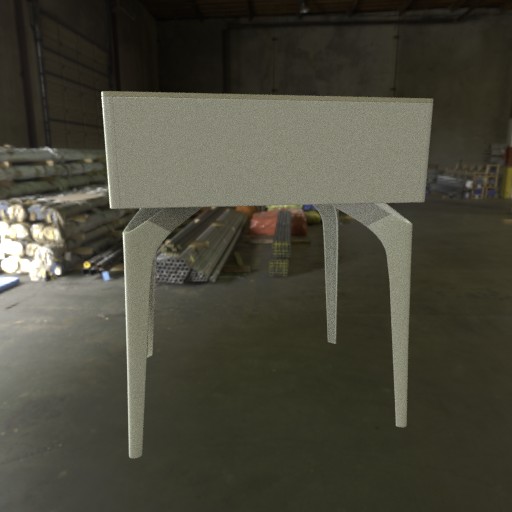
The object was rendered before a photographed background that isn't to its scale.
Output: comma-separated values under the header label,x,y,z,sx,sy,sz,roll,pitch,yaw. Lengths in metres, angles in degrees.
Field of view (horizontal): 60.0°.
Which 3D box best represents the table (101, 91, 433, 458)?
label,x,y,z,sx,sy,sz,roll,pitch,yaw
table,0.000,0.000,0.894,0.500,0.570,0.400,-2,13,-10
